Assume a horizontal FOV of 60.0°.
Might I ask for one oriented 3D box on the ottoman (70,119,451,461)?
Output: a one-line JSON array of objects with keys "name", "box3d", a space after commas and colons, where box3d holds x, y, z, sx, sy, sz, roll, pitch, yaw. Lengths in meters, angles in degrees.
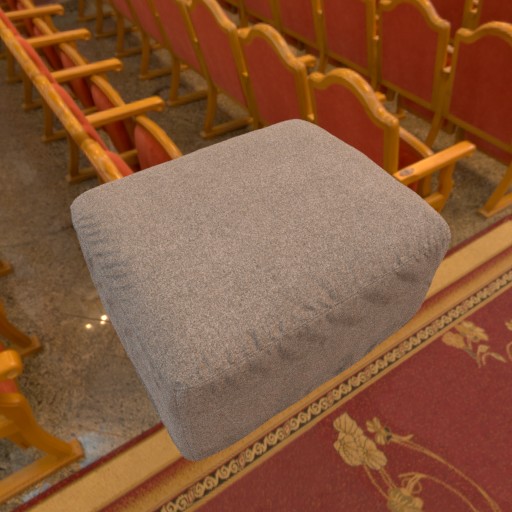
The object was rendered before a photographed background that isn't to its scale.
[{"name": "ottoman", "box3d": [0.000, 0.000, 1.256, 0.837, 0.481, 0.683, -26, 53, -22]}]
